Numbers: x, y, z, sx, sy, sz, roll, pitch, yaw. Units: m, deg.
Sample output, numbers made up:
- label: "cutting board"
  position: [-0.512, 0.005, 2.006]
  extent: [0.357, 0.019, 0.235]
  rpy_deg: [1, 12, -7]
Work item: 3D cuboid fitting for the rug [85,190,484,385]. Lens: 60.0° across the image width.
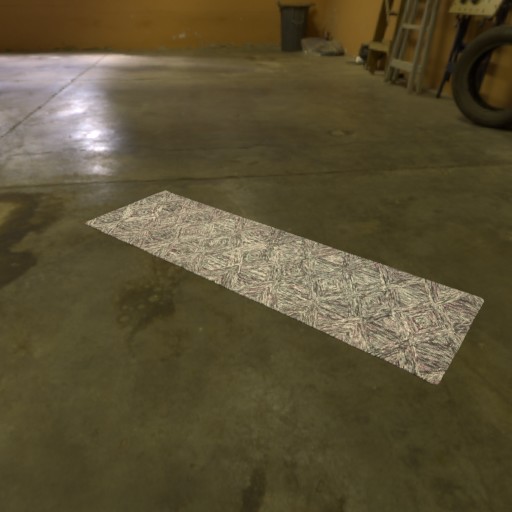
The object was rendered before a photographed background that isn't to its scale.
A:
- label: "rug"
  position: [0.000, 0.000, 2.543]
  extent: [2.305, 0.013, 0.719]
  rpy_deg: [21, 37, 32]
